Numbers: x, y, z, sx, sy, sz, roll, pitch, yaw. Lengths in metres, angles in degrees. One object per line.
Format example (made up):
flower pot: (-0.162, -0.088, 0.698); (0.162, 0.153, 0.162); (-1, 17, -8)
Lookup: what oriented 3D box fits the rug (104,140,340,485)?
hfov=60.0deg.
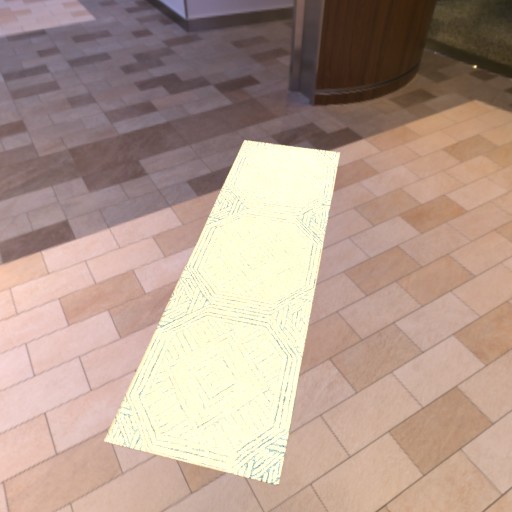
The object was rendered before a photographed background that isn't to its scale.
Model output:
rug: (0.000, 0.000, 2.671); (0.775, 0.012, 2.452); (10, 47, 9)
